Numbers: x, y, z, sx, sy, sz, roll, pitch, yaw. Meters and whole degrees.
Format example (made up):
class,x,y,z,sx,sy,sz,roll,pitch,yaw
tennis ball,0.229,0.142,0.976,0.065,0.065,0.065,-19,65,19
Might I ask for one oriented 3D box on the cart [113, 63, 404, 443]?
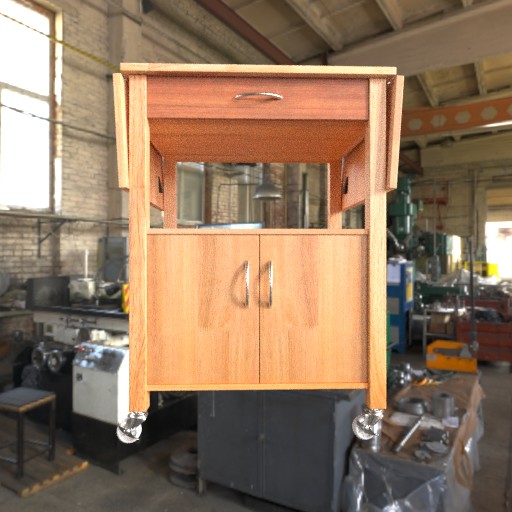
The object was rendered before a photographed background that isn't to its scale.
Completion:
class,x,y,z,sx,sy,sz,roll,pitch,yaw
cart,0.000,0.000,1.223,0.640,0.838,0.508,0,0,-2
